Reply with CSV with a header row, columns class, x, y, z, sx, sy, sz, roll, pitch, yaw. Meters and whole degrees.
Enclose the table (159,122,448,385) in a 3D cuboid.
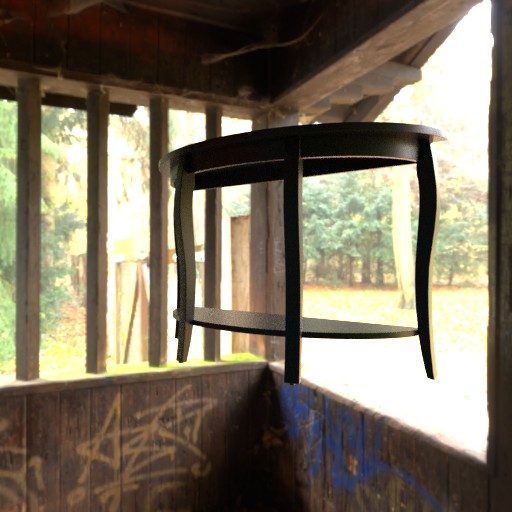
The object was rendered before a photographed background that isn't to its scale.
class,x,y,z,sx,sy,sz,roll,pitch,yaw
table,0.000,0.000,1.605,1.219,0.780,0.394,0,0,36
